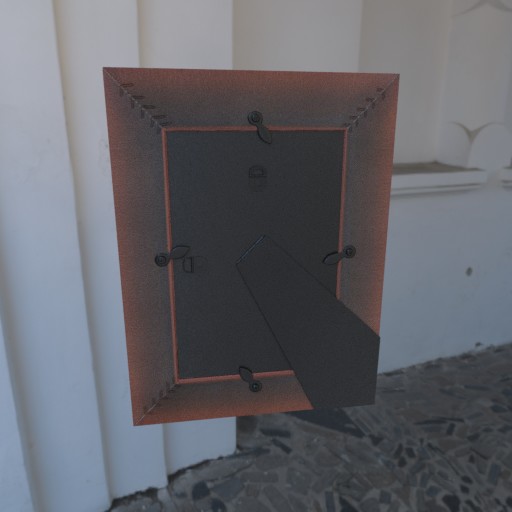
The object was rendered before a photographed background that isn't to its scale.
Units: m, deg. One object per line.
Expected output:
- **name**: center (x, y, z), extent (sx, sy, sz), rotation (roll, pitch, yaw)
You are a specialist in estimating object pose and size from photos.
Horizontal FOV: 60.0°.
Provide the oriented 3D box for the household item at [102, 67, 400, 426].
- **household item**: center (0.000, 0.000, 0.281), extent (0.165, 0.216, 0.025), rotation (-2, 15, -9)
